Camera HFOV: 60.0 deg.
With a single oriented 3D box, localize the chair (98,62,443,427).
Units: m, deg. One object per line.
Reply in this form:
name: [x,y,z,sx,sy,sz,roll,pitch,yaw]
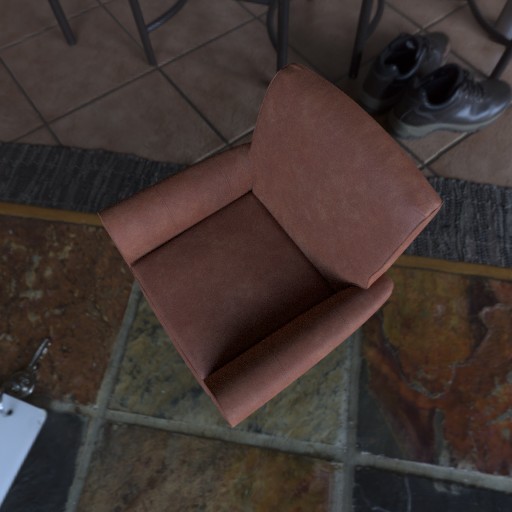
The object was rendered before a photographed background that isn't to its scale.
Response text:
chair: [0.000,0.000,1.772,0.902,1.061,0.978,-32,68,-14]
